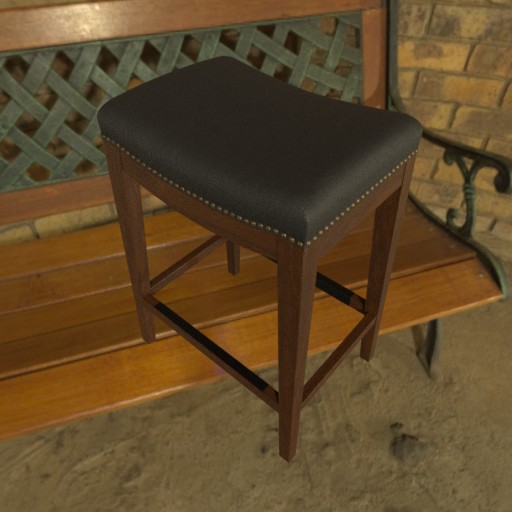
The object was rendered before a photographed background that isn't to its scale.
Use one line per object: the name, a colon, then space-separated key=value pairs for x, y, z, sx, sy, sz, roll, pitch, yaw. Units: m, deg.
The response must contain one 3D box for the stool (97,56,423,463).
stool: x=0.000 y=0.000 z=0.928 sx=0.490 sy=0.664 sz=0.353 roll=31 pitch=51 yaw=28
